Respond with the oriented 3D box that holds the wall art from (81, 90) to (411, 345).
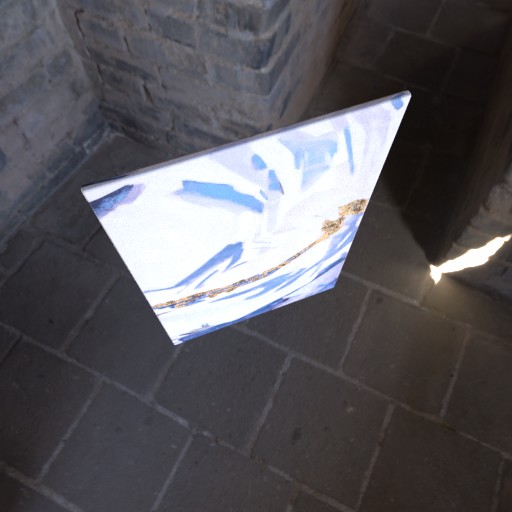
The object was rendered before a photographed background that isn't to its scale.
[{"bbox_3d":[0.000,0.000,1.177,0.610,0.914,0.016,-19,65,-9],"label":"wall art"}]
